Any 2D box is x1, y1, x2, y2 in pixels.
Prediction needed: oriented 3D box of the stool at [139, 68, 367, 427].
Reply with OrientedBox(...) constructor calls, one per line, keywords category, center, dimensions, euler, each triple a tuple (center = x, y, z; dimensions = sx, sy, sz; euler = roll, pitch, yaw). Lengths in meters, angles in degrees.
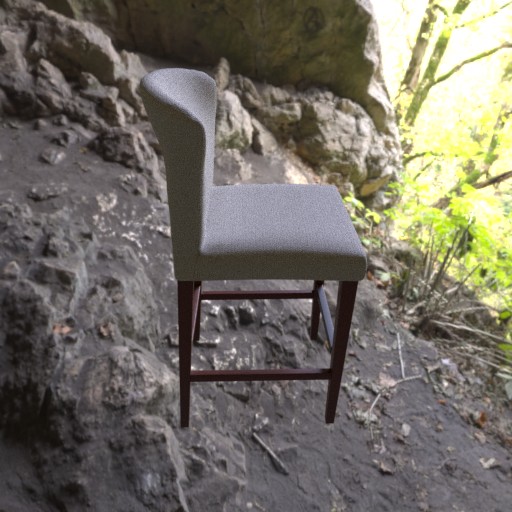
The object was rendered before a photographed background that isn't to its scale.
OrientedBox(category="stool", center=(0.000, 0.000, 1.383), dimensions=(0.568, 1.069, 0.481), euler=(-1, 32, -1))
